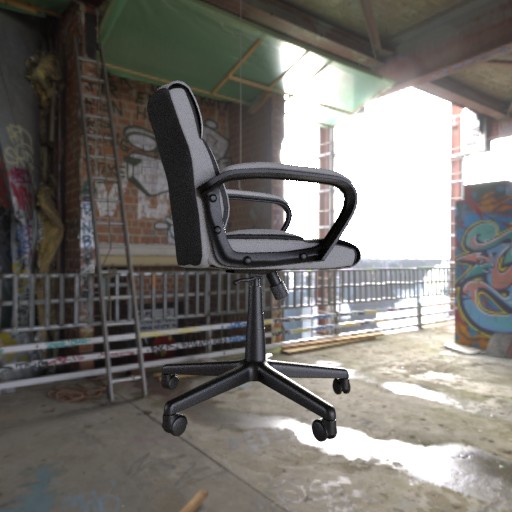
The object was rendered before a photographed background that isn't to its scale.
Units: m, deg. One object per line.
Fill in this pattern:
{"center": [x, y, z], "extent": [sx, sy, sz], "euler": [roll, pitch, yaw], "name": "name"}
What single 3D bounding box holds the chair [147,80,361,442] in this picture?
{"center": [0.000, 0.000, 1.499], "extent": [0.717, 1.004, 0.739], "euler": [0, 0, -17], "name": "chair"}
